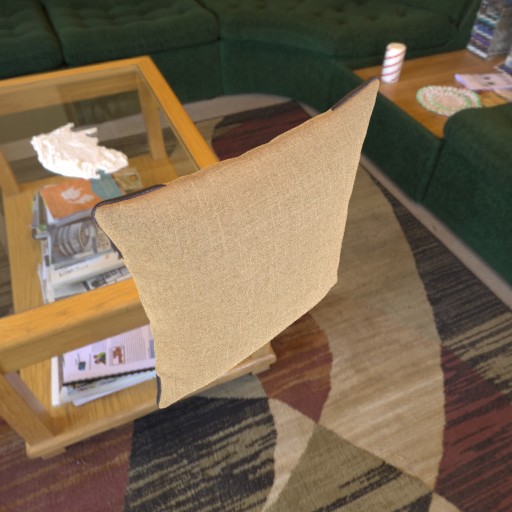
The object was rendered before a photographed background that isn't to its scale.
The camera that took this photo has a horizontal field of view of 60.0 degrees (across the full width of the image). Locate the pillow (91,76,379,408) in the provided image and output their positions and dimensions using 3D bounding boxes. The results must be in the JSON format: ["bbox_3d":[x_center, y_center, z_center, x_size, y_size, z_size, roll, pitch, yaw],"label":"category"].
[{"bbox_3d":[0.000,0.000,0.685,0.440,0.441,0.147,-33,55,-27],"label":"pillow"}]
